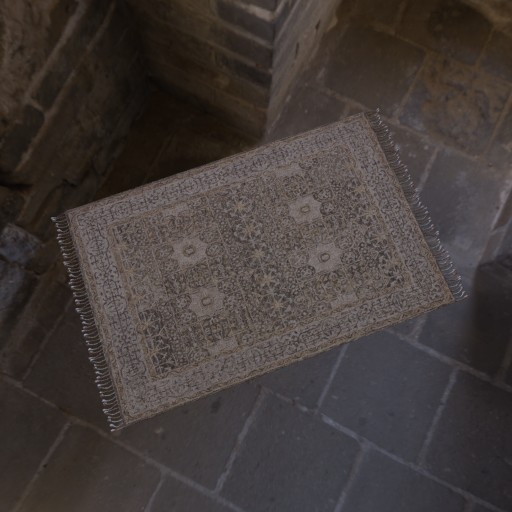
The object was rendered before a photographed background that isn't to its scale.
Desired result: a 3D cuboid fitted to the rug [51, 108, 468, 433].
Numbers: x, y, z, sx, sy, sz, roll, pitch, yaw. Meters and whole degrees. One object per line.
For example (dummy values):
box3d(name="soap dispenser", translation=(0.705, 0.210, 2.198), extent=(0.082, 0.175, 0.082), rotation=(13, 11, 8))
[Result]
box3d(name="rug", translation=(0.000, 0.000, 2.461), extent=(2.029, 0.010, 1.237), rotation=(-20, 77, -5))
